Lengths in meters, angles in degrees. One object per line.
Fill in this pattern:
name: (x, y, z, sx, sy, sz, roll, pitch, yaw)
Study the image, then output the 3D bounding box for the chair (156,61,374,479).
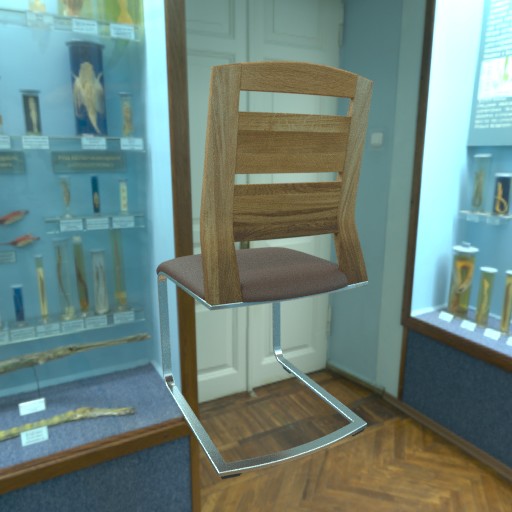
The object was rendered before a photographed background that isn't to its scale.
chair: (0.000, 0.000, 1.290, 0.460, 0.970, 0.570, -6, 14, -26)
